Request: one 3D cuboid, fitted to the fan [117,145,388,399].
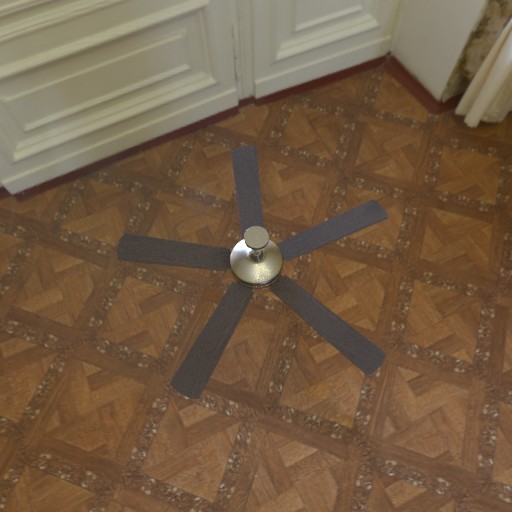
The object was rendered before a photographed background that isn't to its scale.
[{"bbox_3d":[0.000,0.000,2.008,1.321,0.356,1.321,16,65,8],"label":"fan"}]
